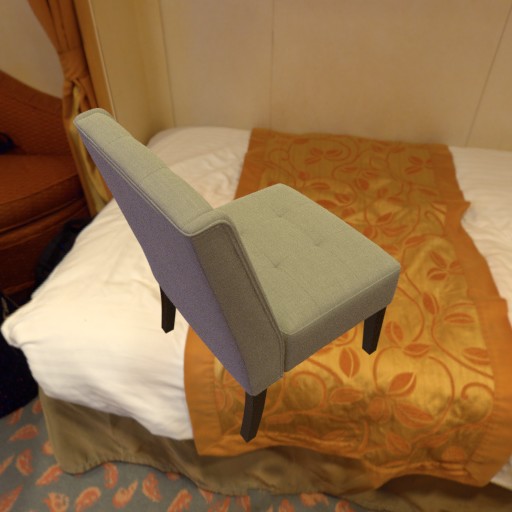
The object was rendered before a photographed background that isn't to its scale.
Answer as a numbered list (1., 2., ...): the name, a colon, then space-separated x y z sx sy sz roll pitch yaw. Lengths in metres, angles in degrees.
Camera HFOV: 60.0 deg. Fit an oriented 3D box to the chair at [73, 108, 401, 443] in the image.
1. chair: 0.000 0.000 1.292 0.676 0.853 0.569 -26 47 -27
